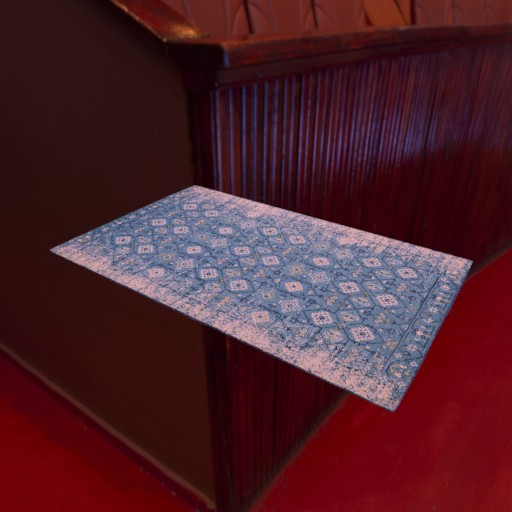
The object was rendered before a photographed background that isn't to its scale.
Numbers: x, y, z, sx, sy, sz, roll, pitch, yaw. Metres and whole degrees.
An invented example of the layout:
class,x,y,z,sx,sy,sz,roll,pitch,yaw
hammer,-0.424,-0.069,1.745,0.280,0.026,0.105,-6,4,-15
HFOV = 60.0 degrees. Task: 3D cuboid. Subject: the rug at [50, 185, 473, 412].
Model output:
class,x,y,z,sx,sy,sz,roll,pitch,yaw
rug,0.000,0.000,2.183,1.795,0.008,1.102,19,35,29
